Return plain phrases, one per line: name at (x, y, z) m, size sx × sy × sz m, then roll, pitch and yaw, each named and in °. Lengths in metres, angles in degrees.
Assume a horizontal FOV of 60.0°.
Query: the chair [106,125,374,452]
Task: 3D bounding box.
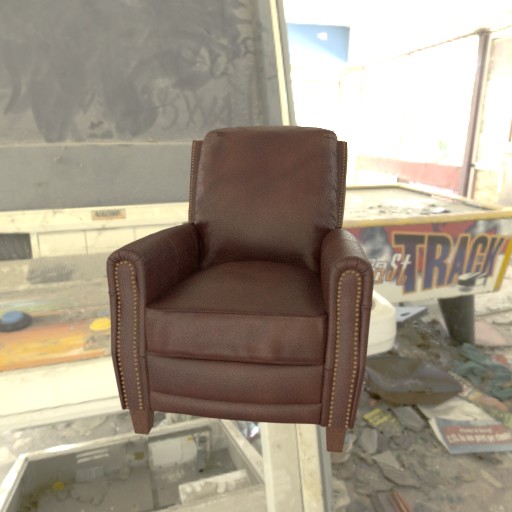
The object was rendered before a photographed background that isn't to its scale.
chair at (0.000, 0.000, 1.789) m, size 0.826 × 1.022 × 1.089 m, roll 2°, pitch 16°, yaw 8°
